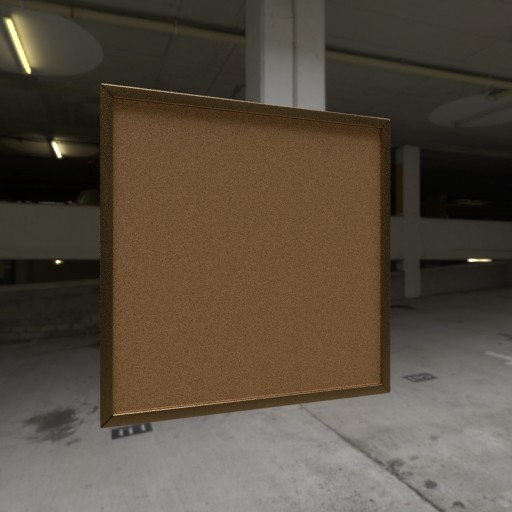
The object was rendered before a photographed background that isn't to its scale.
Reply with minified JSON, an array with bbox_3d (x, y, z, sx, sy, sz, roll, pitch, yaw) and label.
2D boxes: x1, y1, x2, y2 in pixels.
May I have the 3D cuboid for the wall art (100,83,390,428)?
[{"bbox_3d":[0.000,0.000,0.459,0.305,0.305,0.037,0,0,-20],"label":"wall art"}]
